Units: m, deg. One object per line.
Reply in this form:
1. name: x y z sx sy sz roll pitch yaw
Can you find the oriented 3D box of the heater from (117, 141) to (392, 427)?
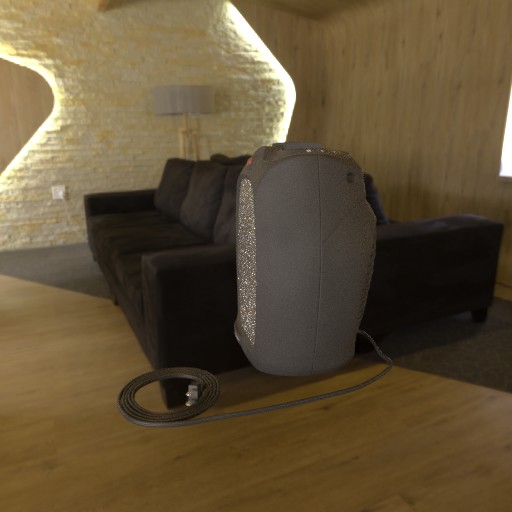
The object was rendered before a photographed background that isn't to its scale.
1. heater: 0.000 0.000 0.481 0.291 0.240 0.239 -2 15 -9
